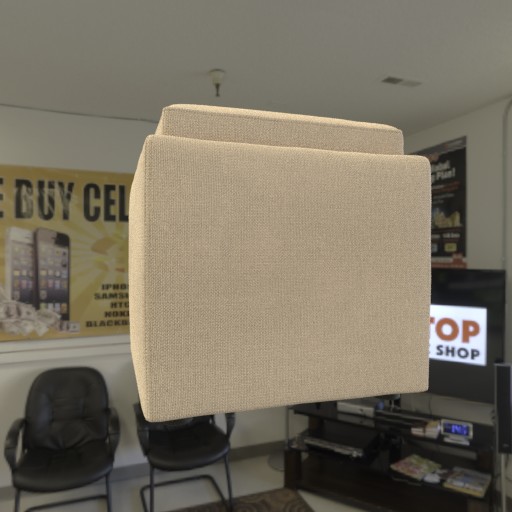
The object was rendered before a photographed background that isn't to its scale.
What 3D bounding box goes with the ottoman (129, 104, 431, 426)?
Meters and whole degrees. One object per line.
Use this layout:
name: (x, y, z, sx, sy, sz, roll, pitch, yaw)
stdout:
ottoman: (0.000, 0.000, 0.835, 0.451, 0.460, 0.450, 0, 0, -18)
